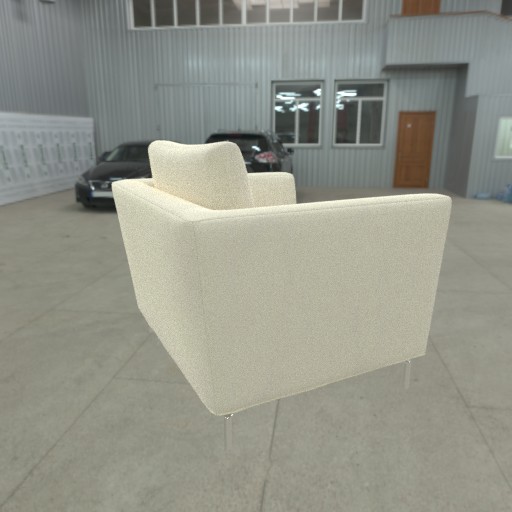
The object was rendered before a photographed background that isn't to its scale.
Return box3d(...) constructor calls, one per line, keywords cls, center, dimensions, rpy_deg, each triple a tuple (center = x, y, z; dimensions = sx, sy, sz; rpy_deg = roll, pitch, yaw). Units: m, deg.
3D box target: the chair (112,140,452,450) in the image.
box3d(cls="chair", center=(0.000, 0.000, 1.706), dimensions=(0.889, 0.865, 1.041), rpy_deg=(-8, 17, -26))
